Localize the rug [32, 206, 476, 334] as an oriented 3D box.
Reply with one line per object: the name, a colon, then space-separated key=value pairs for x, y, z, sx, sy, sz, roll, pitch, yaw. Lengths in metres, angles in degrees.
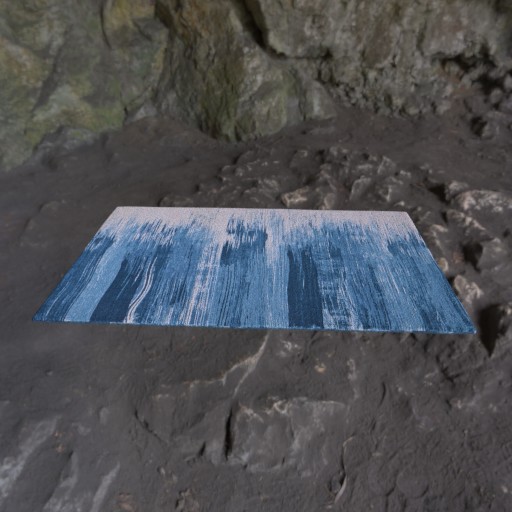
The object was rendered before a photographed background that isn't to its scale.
rug: x=0.000 y=0.000 z=3.070 sx=2.450 sy=0.027 sz=1.540 roll=1 pitch=31 yaw=2
